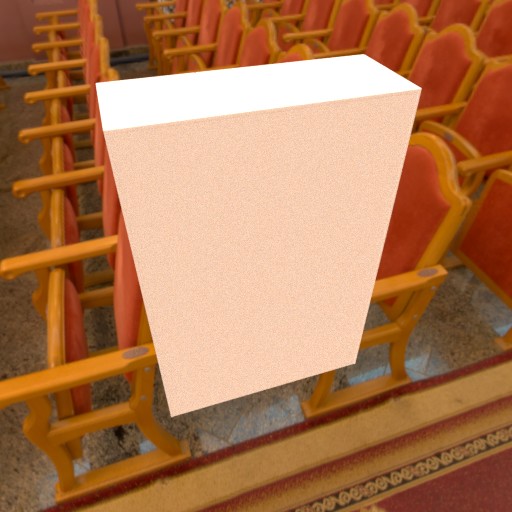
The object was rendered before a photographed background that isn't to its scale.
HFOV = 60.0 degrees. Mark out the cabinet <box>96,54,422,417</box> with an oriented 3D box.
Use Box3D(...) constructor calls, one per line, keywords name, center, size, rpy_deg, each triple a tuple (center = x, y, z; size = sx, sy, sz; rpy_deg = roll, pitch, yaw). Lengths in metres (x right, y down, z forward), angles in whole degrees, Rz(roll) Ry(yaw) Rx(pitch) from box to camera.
Box3D(name="cabinet", center=(0.000, 0.000, 2.503), size=(1.290, 1.910, 0.510), rpy_deg=(-12, 42, -14))
